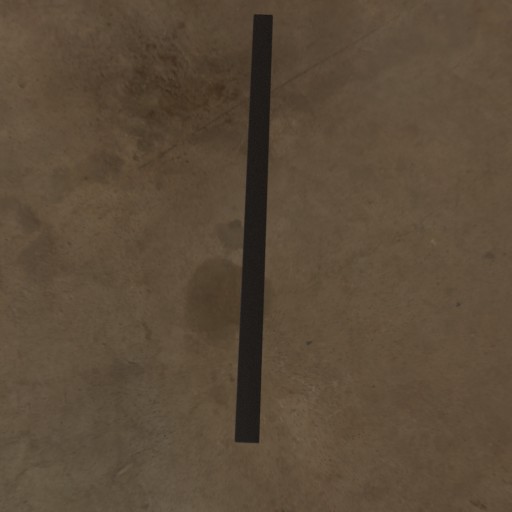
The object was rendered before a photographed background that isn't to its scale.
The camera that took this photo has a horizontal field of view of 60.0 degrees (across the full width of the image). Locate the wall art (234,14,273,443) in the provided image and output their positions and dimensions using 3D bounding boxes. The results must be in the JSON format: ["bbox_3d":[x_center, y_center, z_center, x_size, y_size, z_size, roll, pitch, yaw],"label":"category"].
[{"bbox_3d":[0.000,0.000,1.124,0.037,0.763,0.763,2,76,0],"label":"wall art"}]
